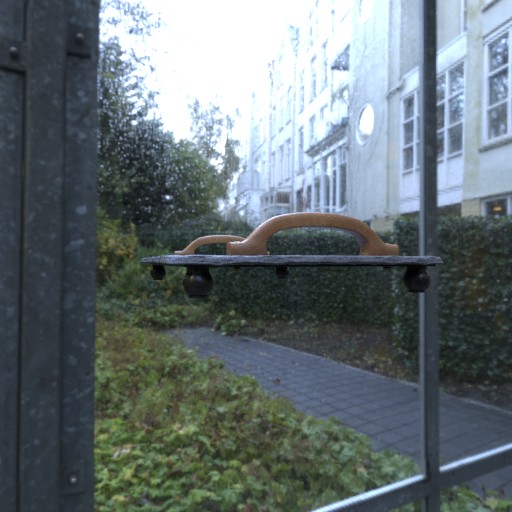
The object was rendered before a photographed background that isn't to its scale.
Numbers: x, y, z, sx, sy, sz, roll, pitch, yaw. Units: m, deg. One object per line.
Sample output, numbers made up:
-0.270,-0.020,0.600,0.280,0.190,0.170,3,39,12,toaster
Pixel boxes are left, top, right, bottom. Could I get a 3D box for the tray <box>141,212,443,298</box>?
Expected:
0.000,0.000,0.482,0.231,0.062,0.387,0,-1,-17,tray
